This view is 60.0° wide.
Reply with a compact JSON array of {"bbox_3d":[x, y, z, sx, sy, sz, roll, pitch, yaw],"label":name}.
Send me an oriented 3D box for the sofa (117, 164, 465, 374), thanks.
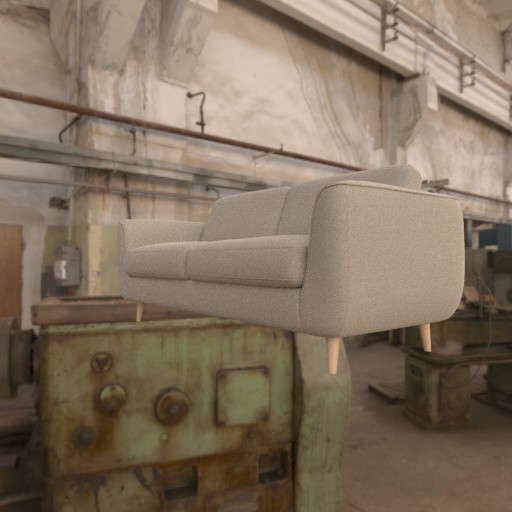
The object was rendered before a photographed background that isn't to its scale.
[{"bbox_3d":[0.000,0.000,2.440,0.920,0.850,2.000,0,-1,-38],"label":"sofa"}]
